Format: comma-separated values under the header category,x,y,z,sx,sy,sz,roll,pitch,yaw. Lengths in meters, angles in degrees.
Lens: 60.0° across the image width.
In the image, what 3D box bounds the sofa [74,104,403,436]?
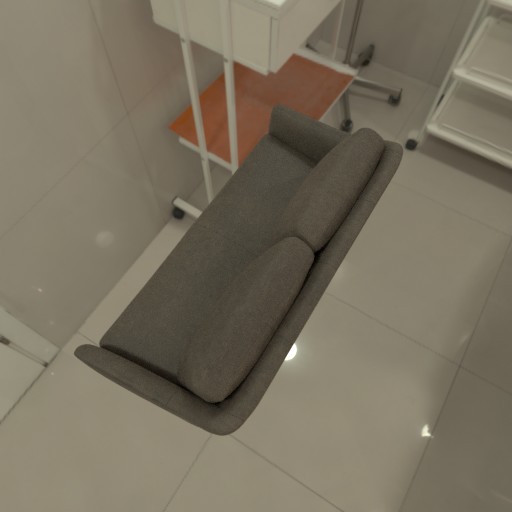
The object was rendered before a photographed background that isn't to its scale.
category,x,y,z,sx,sy,sz,roll,pitch,yaw
sofa,0.000,0.000,2.630,0.960,0.902,2.036,29,66,14
